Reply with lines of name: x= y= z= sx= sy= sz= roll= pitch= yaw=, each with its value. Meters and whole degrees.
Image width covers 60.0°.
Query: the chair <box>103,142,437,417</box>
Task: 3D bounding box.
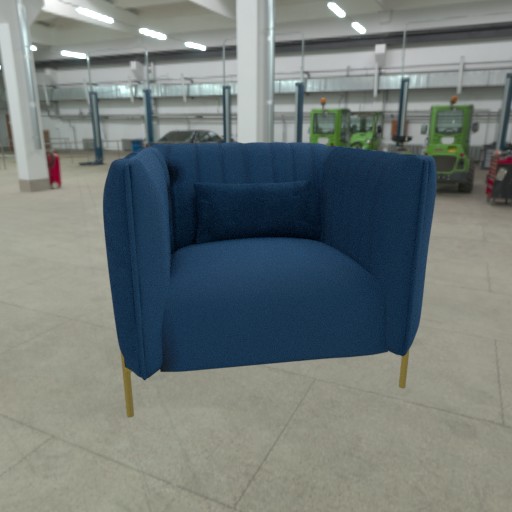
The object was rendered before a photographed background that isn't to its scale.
chair: x=0.000 y=0.000 z=1.637 sx=0.947 sy=0.793 sz=0.877 roll=-3 pitch=17 yaw=-10
